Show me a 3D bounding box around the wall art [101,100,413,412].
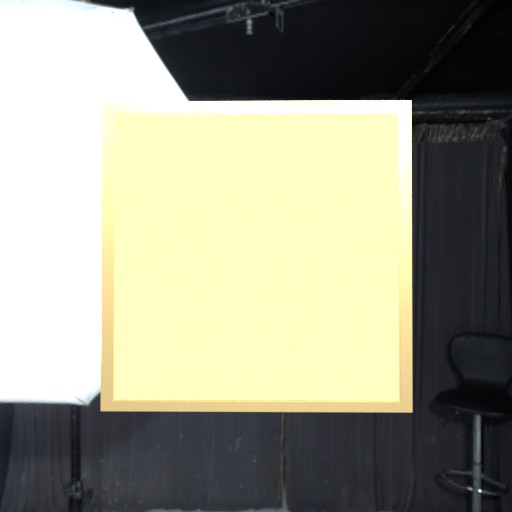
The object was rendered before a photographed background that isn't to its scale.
[{"bbox_3d":[0.000,0.000,1.879,1.284,1.284,0.095,0,-1,1],"label":"wall art"}]
